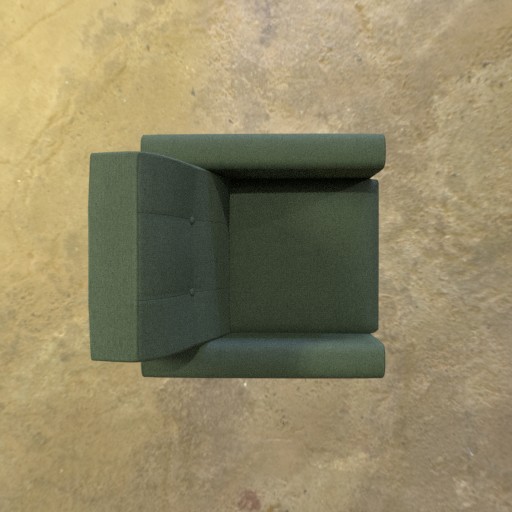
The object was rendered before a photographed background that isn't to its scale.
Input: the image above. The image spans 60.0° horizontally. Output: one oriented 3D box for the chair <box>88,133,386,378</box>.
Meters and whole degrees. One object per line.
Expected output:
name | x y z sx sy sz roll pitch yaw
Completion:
chair | 0.000 0.000 1.601 0.909 0.841 0.831 0 90 2
